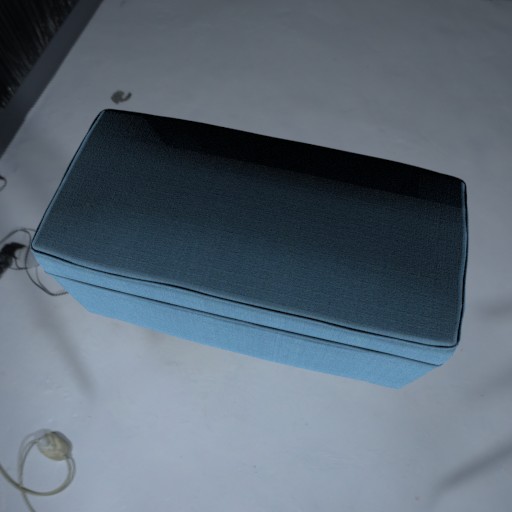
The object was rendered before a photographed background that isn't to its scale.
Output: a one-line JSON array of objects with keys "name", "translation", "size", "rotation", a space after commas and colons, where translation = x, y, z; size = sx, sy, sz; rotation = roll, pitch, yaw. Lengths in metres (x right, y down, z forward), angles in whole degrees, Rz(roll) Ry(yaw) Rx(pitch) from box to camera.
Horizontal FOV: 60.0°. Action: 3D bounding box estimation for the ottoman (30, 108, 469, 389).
[{"name": "ottoman", "translation": [0.000, 0.000, 1.193], "size": [0.943, 0.474, 0.474], "rotation": [13, 65, 6]}]
